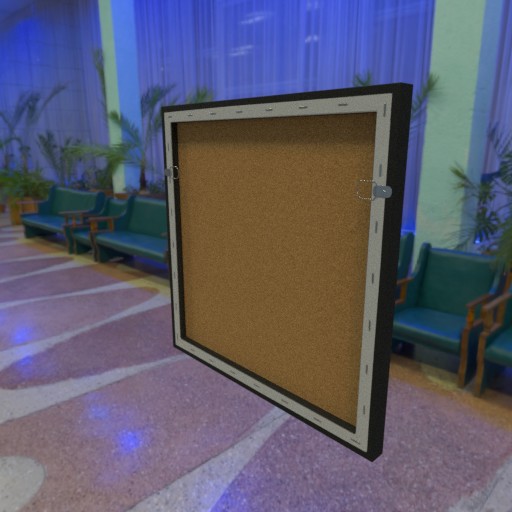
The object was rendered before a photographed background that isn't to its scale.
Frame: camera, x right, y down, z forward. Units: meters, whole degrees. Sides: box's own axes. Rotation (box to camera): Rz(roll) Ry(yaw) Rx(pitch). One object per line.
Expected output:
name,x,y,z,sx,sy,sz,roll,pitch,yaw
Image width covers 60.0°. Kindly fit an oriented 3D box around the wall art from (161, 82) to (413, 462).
wall art,0.000,0.000,1.126,0.044,0.758,0.758,-13,20,-42
